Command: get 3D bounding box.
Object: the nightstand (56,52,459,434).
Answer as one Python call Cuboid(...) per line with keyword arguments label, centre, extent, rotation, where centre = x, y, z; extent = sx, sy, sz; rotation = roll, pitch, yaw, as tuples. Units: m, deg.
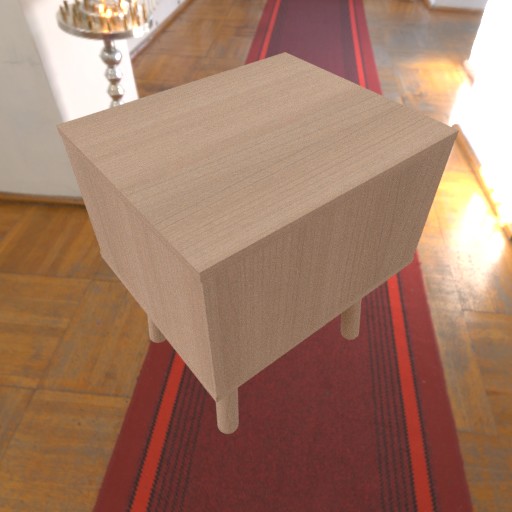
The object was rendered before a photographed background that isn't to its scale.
Cuboid(label="nightstand", centre=(0.000, 0.000, 0.835), extent=(0.450, 0.530, 0.380), rotation=(-30, 52, -26))
